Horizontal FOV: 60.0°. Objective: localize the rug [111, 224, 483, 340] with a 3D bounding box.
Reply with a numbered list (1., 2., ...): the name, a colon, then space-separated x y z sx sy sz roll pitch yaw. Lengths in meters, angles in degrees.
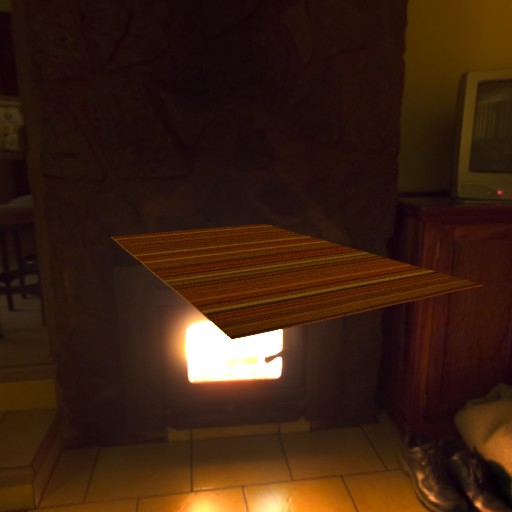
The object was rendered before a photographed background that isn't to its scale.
1. rug: 0.000 0.000 3.116 1.523 0.008 2.438 -7 15 -27
